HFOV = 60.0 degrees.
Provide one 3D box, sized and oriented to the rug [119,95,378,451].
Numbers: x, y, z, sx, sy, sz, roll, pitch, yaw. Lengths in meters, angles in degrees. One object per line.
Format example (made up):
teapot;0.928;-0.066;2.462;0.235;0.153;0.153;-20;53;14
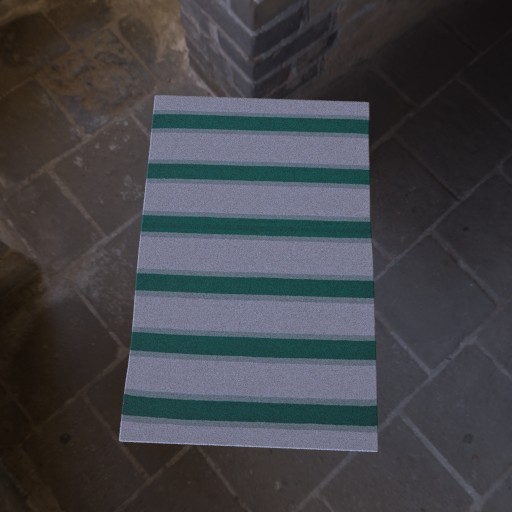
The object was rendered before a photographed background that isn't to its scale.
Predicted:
rug;0.000;0.000;2.285;1.210;0.012;1.829;2;76;1
